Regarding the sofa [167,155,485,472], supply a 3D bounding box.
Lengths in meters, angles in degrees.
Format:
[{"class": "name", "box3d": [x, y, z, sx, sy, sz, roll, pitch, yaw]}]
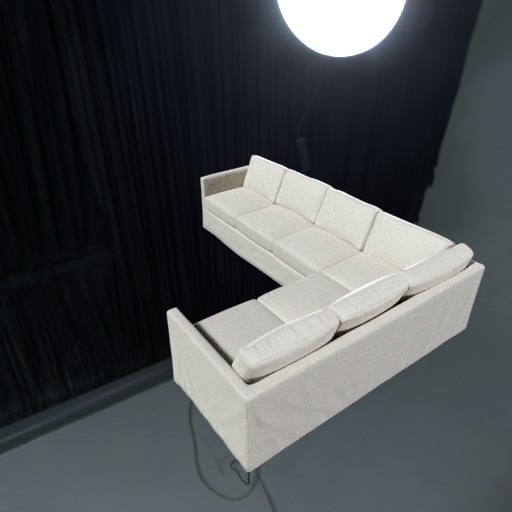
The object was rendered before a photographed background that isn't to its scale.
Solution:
[{"class": "sofa", "box3d": [0.000, 0.000, 4.288, 2.432, 0.871, 3.182, -20, 36, -30]}]
